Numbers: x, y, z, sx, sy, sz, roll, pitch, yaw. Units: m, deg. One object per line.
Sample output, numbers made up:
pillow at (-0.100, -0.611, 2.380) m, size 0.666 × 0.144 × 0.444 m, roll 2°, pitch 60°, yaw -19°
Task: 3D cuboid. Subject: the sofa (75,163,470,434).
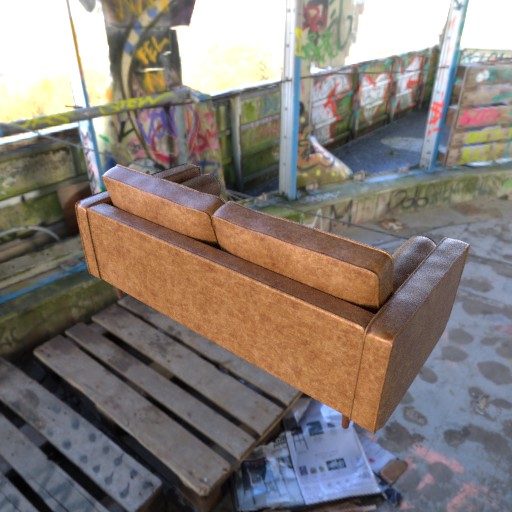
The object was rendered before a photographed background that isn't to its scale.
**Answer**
sofa at (0.000, 0.000, 2.397) m, size 1.920 × 0.825 × 0.924 m, roll 22°, pitch 37°, yaw 32°
